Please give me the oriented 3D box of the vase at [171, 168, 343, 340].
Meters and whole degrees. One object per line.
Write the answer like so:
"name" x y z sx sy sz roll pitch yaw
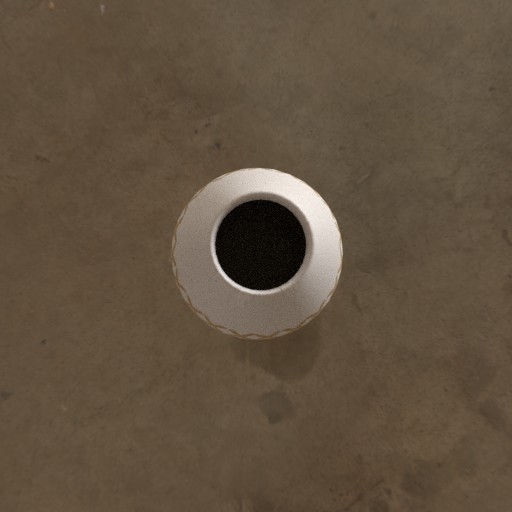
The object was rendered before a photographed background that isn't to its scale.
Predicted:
"vase" 0.000 0.000 0.496 0.186 0.380 0.186 0 87 -1
